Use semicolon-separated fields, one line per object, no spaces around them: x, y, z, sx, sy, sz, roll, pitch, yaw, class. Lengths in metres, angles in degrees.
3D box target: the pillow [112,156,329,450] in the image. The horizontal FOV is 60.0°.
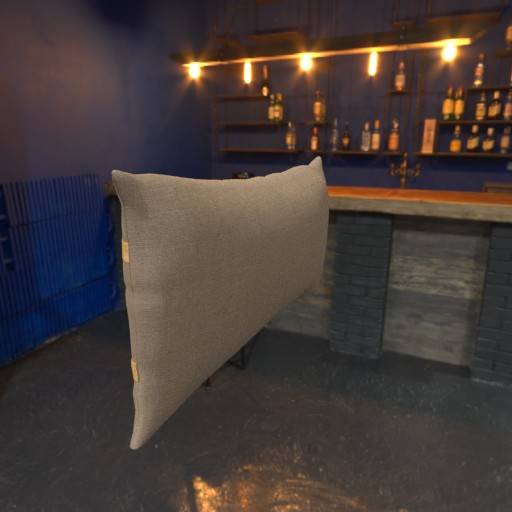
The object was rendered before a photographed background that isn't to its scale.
0.000;0.000;0.717;0.148;0.308;0.612;7;16;26;pillow
